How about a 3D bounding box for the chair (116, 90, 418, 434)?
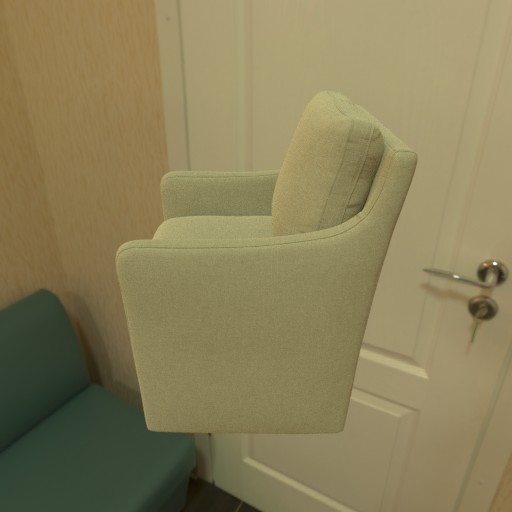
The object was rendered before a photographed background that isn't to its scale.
[{"bbox_3d":[0.000,0.000,1.372,0.694,0.914,0.626,0,28,1],"label":"chair"}]
